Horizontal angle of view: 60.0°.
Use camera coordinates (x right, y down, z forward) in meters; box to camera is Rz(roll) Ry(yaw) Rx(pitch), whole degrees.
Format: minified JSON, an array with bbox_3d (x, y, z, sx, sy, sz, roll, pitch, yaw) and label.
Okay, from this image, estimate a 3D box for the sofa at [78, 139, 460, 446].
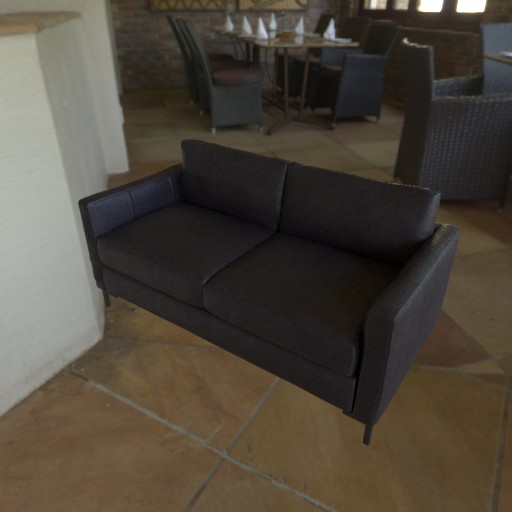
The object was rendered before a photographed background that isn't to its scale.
[{"bbox_3d":[0.000,0.000,2.335,1.805,0.883,0.947,18,34,28],"label":"sofa"}]
